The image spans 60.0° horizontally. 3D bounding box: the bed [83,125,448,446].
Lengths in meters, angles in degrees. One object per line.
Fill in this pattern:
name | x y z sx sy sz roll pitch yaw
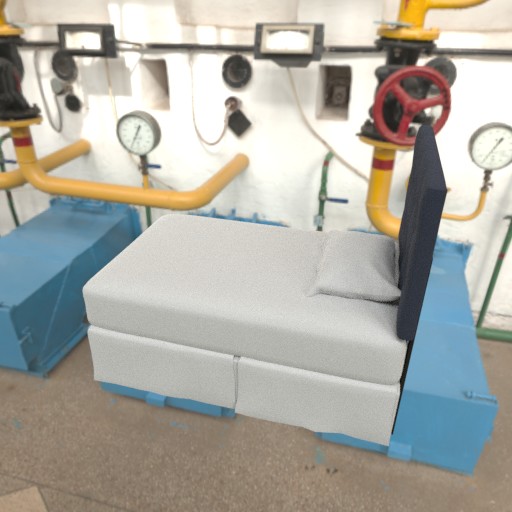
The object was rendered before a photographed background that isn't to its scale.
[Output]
bed | 0.000 0.000 2.908 1.997 1.571 1.261 8 31 14
